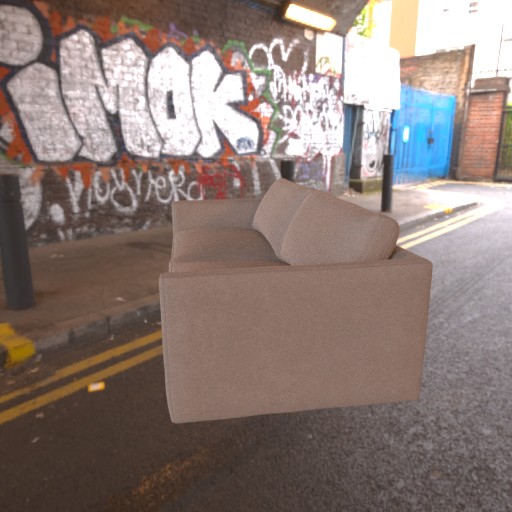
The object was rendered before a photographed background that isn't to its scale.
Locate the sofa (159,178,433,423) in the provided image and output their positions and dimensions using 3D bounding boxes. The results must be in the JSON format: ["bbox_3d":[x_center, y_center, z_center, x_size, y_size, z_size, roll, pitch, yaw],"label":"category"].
[{"bbox_3d":[0.000,0.000,2.801,1.090,0.838,2.588,-2,14,-9],"label":"sofa"}]
